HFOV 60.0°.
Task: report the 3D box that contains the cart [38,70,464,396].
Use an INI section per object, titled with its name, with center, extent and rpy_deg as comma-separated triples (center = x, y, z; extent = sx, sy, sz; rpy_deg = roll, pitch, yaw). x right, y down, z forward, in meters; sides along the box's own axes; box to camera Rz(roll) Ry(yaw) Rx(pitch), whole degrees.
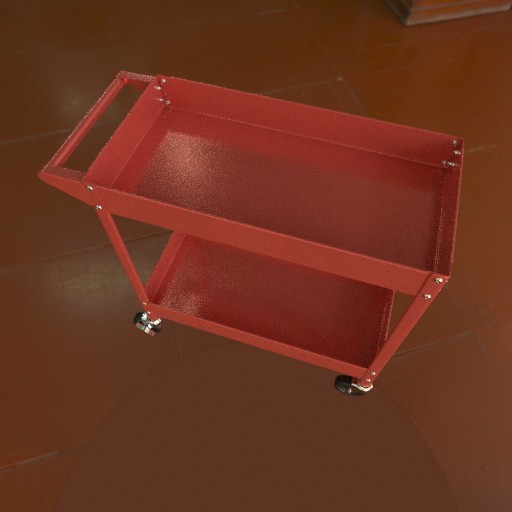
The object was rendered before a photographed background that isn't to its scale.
[cart]
center = 0.000, 0.000, 1.154
extent = 0.779, 0.719, 0.366
rpy_deg = 15, 59, 10
